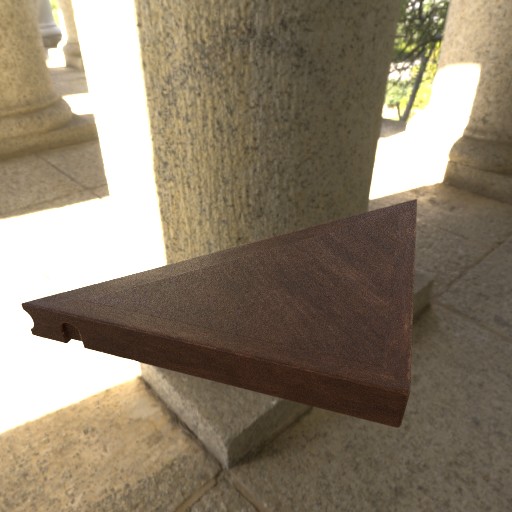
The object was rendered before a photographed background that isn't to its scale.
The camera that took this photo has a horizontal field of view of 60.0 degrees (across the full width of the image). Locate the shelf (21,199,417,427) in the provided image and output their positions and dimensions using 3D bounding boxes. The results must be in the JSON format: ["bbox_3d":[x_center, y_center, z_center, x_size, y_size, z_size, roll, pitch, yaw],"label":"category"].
[{"bbox_3d":[0.000,0.000,0.440,0.296,0.035,0.296,10,34,15],"label":"shelf"}]
